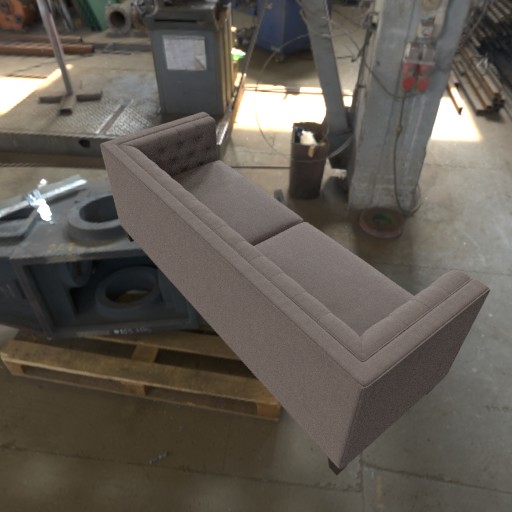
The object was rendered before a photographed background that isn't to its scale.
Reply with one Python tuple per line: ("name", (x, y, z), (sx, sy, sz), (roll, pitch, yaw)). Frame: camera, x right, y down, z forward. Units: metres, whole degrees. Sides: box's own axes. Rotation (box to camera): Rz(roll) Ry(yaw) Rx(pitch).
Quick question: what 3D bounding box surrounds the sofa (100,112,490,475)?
("sofa", (0.000, 0.000, 2.518), (0.775, 0.762, 2.159), (-27, 49, -27))
